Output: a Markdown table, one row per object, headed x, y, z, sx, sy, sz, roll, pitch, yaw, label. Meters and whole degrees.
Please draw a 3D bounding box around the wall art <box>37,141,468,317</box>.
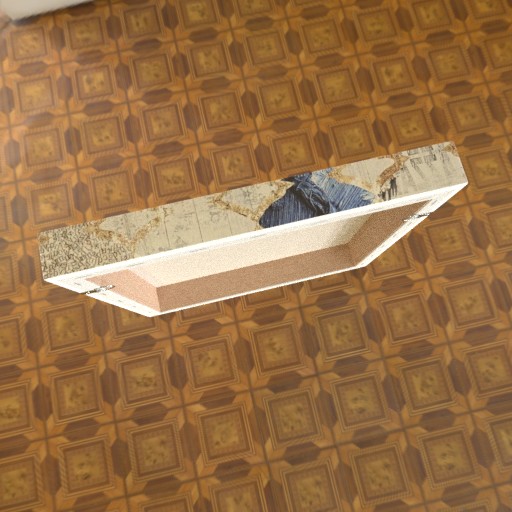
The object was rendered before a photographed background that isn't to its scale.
| x | y | z | sx | sy | sz | roll | pitch | yaw | label |
| --- | --- | --- | --- | --- | --- | --- | --- | --- | --- |
| 0.000 | 0.000 | 0.457 | 0.303 | 0.304 | 0.036 | -13 | 78 | -3 | wall art |
